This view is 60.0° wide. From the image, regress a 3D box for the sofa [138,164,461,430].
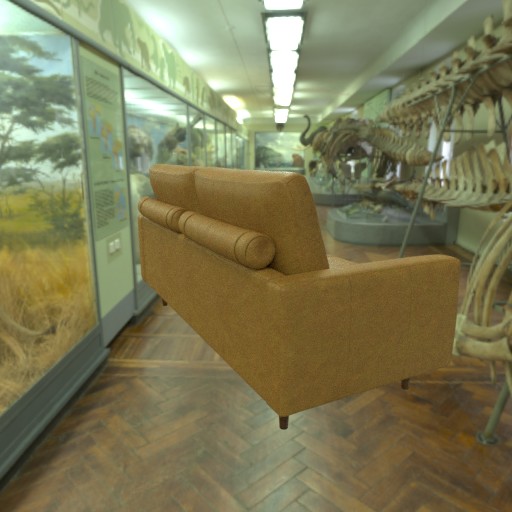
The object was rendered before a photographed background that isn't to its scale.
[{"bbox_3d":[0.000,0.000,2.252,0.850,0.898,1.821,-7,15,-27],"label":"sofa"}]
